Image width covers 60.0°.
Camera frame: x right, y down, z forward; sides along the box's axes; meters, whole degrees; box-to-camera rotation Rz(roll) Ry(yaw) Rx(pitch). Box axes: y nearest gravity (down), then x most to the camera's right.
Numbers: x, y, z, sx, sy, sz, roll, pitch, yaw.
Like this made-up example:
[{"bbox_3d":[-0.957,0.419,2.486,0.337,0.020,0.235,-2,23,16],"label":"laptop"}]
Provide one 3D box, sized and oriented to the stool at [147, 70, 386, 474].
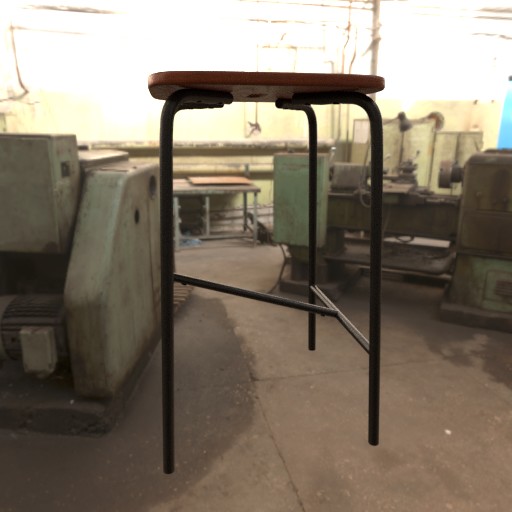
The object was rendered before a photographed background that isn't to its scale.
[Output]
[{"bbox_3d":[0.000,0.000,0.843,0.376,0.610,0.376,-3,16,-10],"label":"stool"}]
